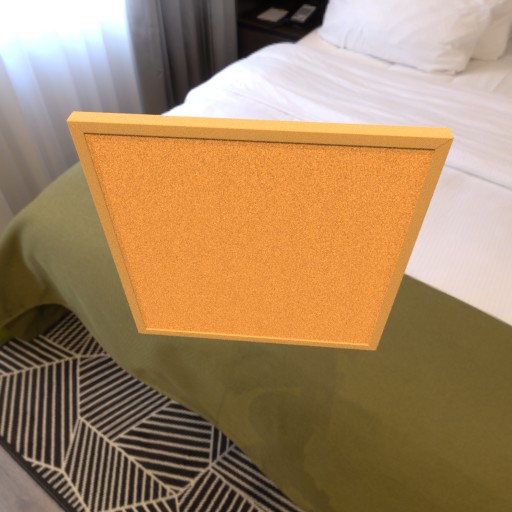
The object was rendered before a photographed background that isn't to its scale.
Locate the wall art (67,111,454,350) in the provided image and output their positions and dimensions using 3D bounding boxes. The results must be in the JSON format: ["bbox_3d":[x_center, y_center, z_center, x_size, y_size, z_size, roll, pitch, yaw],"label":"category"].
[{"bbox_3d":[0.000,0.000,1.156,0.761,0.761,0.037,4,47,3],"label":"wall art"}]
